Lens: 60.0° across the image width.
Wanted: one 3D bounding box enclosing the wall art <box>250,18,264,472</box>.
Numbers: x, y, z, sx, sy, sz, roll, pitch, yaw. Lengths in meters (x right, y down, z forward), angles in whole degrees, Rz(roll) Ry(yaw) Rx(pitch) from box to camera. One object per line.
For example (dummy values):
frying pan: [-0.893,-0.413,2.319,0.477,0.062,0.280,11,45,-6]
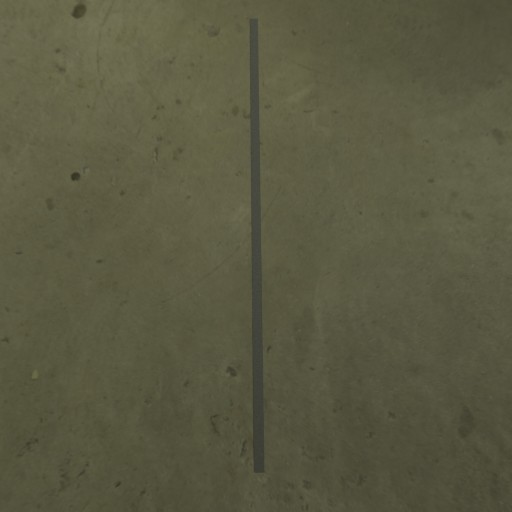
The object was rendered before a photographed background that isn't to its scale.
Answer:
wall art: [0.000,0.000,0.847,0.013,0.458,0.664,-1,76,0]
